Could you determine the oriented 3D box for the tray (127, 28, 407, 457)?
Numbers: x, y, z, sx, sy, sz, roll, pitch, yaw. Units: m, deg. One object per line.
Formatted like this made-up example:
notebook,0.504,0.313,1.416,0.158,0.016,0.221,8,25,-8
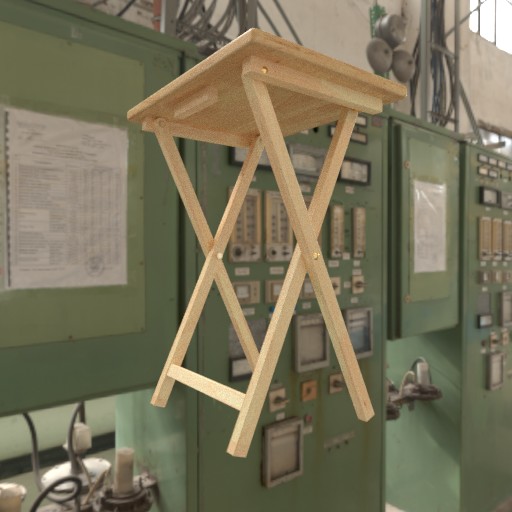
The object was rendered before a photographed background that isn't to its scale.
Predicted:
tray,0.000,0.000,0.941,0.381,0.660,0.483,0,0,-37
